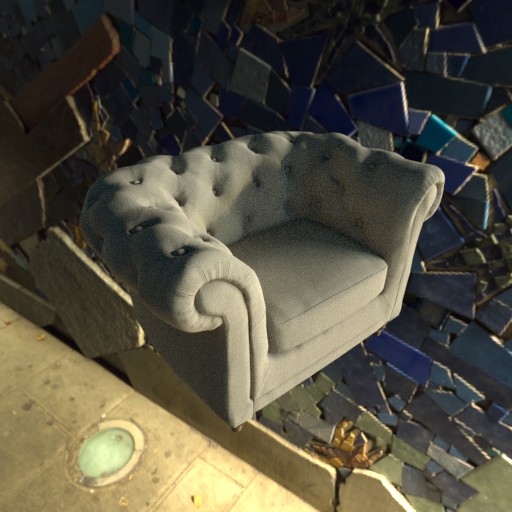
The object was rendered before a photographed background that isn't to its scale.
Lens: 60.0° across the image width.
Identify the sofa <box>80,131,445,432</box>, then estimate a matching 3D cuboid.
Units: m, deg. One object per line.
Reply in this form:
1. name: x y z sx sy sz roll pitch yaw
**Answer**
1. sofa: 0.000 0.000 2.031 1.405 0.878 1.034 -23 39 -32
